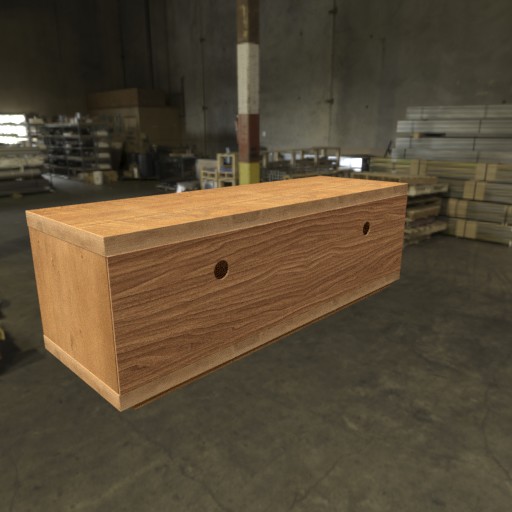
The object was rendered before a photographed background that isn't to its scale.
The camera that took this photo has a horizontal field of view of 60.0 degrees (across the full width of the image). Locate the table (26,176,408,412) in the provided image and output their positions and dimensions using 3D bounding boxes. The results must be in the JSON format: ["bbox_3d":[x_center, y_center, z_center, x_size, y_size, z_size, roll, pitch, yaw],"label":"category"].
[{"bbox_3d":[0.000,0.000,1.764,0.499,0.491,1.499,15,22,42],"label":"table"}]
